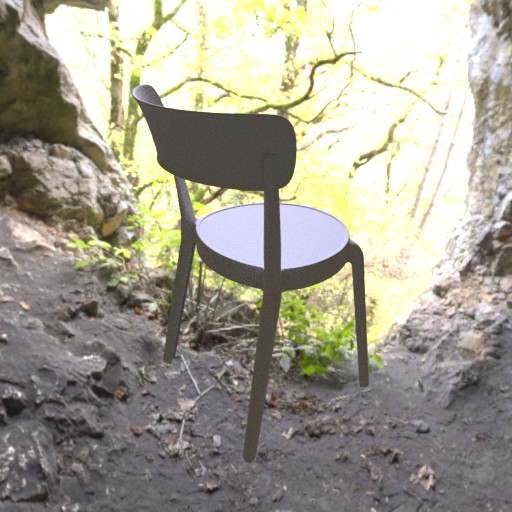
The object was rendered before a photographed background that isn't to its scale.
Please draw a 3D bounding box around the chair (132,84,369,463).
[{"bbox_3d":[0.000,0.000,1.117,0.491,0.790,0.506,-19,33,-32],"label":"chair"}]
